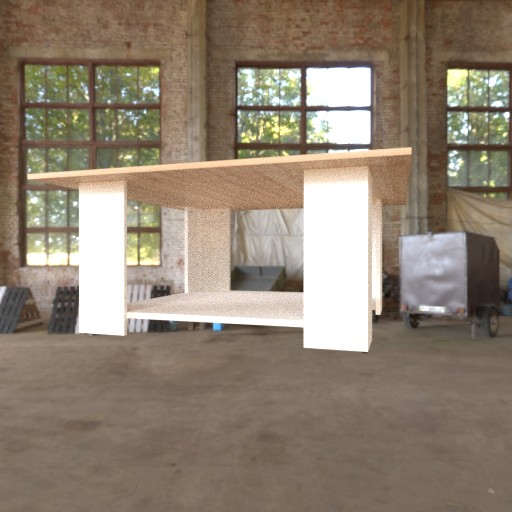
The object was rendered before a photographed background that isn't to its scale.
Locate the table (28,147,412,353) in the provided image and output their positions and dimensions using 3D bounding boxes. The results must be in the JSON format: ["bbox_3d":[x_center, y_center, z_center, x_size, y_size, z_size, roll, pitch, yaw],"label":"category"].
[{"bbox_3d":[0.000,0.000,1.034,0.670,0.305,0.670,0,0,18],"label":"table"}]
